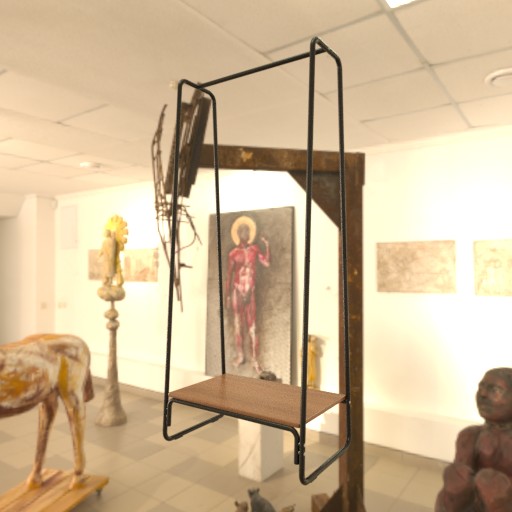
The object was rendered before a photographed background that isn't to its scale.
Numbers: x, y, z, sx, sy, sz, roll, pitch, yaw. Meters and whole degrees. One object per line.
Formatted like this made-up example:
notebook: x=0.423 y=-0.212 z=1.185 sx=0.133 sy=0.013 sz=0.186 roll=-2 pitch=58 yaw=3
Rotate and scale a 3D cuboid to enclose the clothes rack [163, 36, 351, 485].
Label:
clothes rack: x=0.000 y=0.000 z=1.757 sx=0.640 sy=1.500 sz=0.400 roll=0 pitch=-1 yaw=35
